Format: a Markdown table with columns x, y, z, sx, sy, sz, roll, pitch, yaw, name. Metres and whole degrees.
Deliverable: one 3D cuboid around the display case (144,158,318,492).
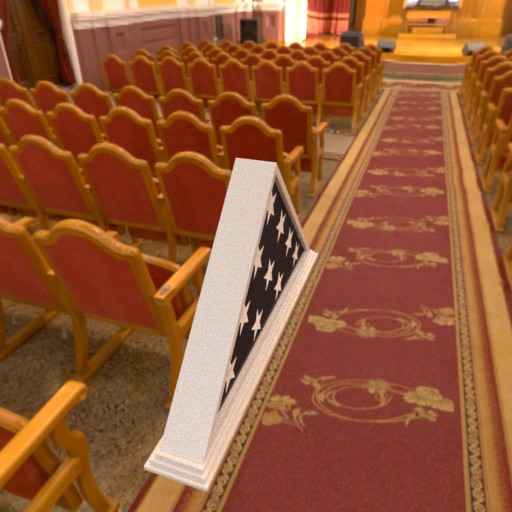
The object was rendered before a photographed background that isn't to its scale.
| x | y | z | sx | sy | sz | roll | pitch | yaw | name |
| --- | --- | --- | --- | --- | --- | --- | --- | --- | --- |
| 0.000 | 0.000 | 0.763 | 0.095 | 0.340 | 0.640 | 10 | 33 | 17 | display case |
